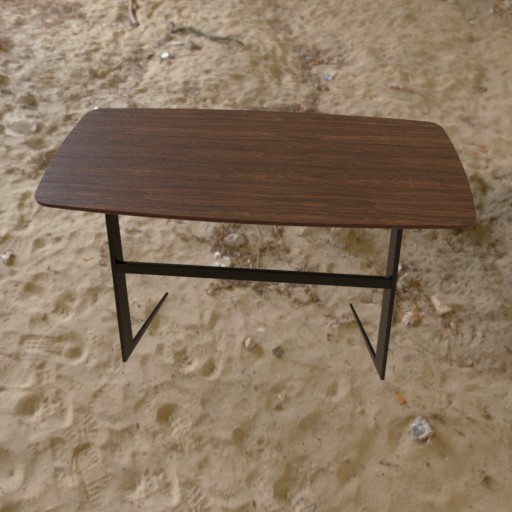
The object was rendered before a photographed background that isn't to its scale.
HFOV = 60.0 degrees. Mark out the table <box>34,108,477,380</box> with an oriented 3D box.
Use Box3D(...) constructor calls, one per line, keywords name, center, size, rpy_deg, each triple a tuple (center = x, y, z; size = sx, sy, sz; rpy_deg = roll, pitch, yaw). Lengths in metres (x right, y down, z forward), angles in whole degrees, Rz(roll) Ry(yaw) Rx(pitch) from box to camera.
Box3D(name="table", center=(0.000, 0.000, 1.089), size=(0.804, 0.576, 0.361), rpy_deg=(3, 48, 3))
